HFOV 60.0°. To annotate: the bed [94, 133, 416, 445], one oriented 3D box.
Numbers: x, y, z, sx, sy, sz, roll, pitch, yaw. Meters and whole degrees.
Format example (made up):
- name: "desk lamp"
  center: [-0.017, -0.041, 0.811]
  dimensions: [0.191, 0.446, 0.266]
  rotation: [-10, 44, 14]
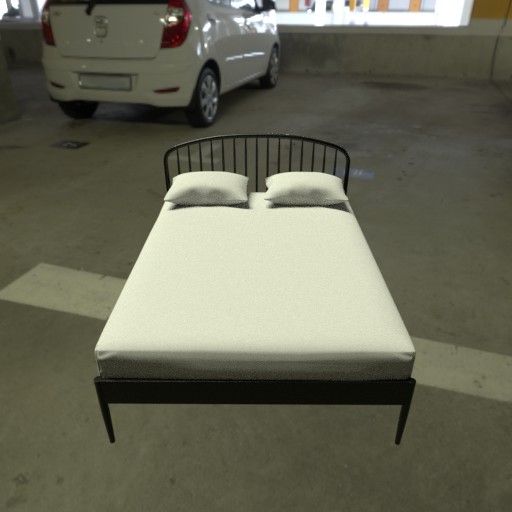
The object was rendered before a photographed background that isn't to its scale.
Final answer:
- name: "bed"
  center: [0.000, 0.000, 3.083]
  dimensions: [1.618, 1.166, 2.159]
  rotation: [0, 29, 0]
